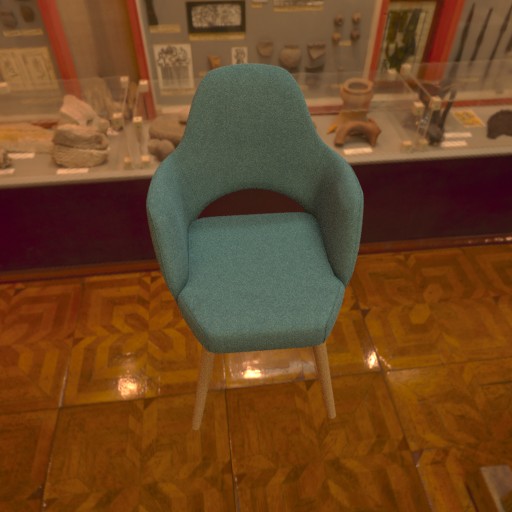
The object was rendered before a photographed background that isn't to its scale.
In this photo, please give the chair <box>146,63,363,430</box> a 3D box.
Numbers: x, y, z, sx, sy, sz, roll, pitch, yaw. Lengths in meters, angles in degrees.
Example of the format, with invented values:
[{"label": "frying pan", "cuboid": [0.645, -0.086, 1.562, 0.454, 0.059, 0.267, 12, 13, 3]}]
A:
[{"label": "chair", "cuboid": [0.000, 0.000, 1.361, 0.589, 0.920, 0.666, -4, 46, -3]}]
